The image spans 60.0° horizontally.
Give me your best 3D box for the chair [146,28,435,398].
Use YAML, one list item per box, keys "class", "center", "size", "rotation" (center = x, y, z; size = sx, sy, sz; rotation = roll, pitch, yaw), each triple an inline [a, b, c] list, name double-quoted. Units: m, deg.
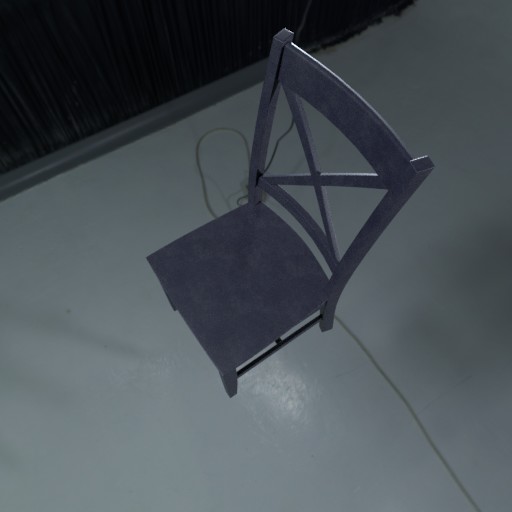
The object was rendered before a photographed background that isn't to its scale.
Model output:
- class: "chair"
  center: [0.000, 0.000, 1.306]
  size: [0.542, 0.983, 0.485]
  rotation: [-32, 67, -15]
